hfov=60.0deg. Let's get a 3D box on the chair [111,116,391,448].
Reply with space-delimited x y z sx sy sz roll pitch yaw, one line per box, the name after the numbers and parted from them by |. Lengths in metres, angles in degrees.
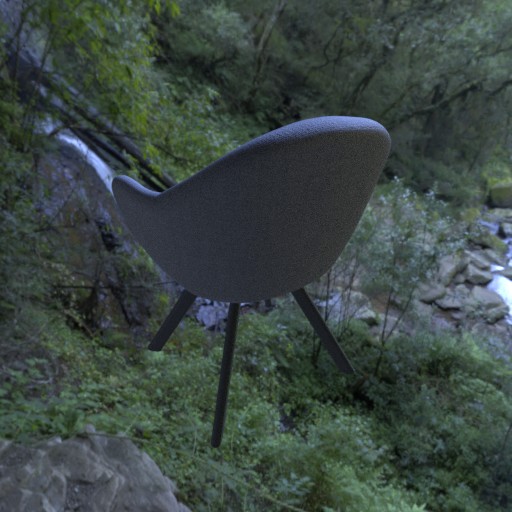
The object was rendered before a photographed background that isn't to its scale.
0.000 0.000 1.169 0.590 0.795 0.550 -18 35 -28 | chair
